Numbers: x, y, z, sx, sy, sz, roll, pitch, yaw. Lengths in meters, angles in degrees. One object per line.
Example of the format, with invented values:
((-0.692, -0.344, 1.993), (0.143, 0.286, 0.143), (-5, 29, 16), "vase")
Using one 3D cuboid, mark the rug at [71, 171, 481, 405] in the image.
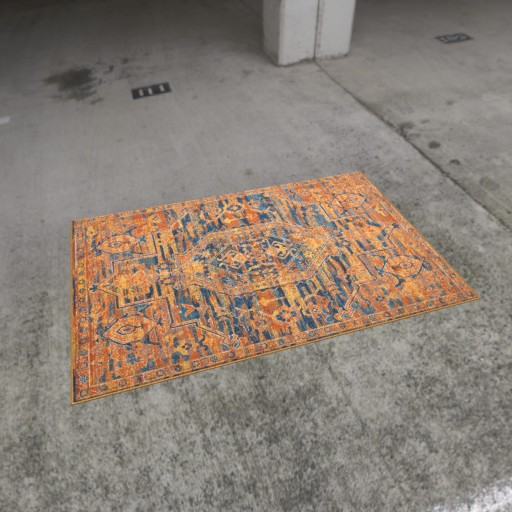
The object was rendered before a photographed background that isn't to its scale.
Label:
((0.000, 0.000, 2.201), (1.758, 0.013, 1.148), (-12, 43, -13), "rug")
